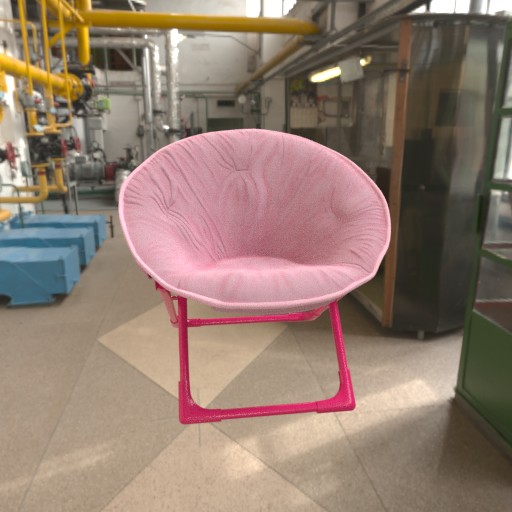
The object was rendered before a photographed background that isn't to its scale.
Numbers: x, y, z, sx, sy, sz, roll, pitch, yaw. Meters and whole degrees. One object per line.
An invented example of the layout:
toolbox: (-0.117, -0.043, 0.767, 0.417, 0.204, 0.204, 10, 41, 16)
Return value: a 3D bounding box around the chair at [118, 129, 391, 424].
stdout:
chair: (0.000, 0.000, 0.895, 0.522, 0.494, 0.459, -2, 16, -7)
